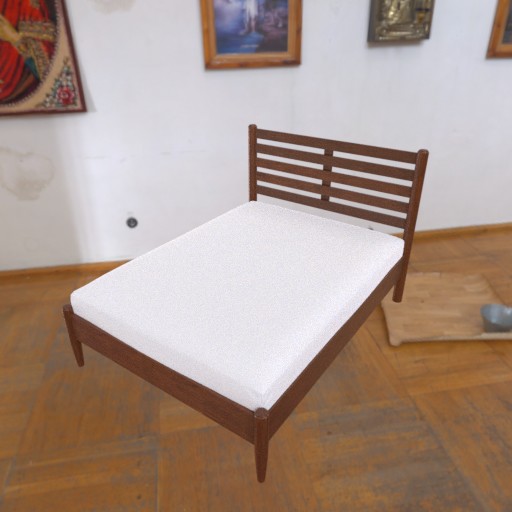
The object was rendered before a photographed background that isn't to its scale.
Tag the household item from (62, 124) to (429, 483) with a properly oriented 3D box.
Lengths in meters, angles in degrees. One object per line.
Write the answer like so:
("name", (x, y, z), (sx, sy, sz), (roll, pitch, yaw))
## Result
("household item", (0.000, 0.000, 3.279), (1.663, 1.356, 2.232), (18, 33, 30))
